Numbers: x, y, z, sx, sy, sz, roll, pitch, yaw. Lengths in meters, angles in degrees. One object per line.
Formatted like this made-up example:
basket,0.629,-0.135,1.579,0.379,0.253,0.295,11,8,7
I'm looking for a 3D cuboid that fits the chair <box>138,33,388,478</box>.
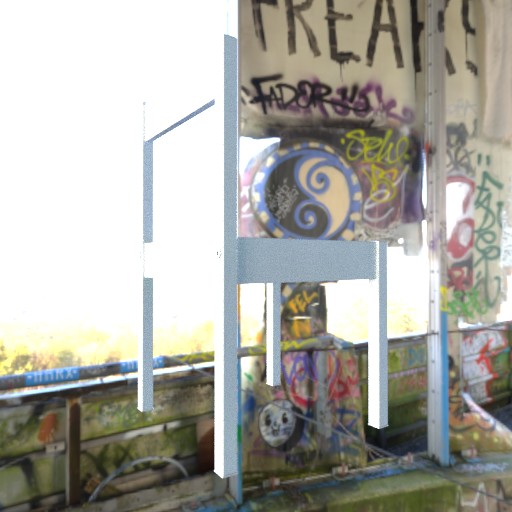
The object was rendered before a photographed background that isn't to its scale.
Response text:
chair,0.000,0.000,0.698,0.285,0.505,0.285,0,0,-34
